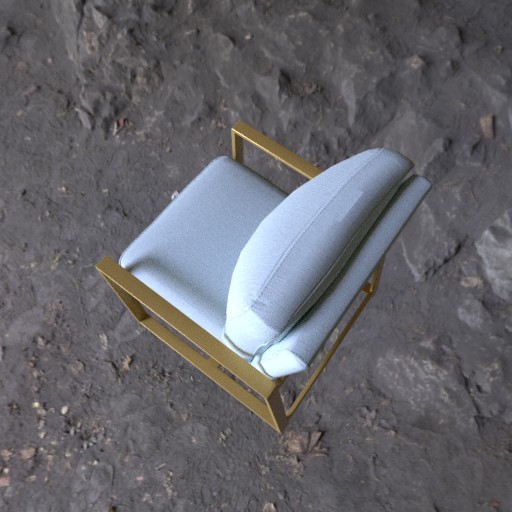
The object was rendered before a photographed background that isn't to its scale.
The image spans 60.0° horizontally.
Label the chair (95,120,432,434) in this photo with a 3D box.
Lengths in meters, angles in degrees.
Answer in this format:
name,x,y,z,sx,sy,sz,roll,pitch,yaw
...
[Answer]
name,x,y,z,sx,sy,sz,roll,pitch,yaw
chair,0.000,0.000,1.549,0.813,0.956,0.758,34,69,15
